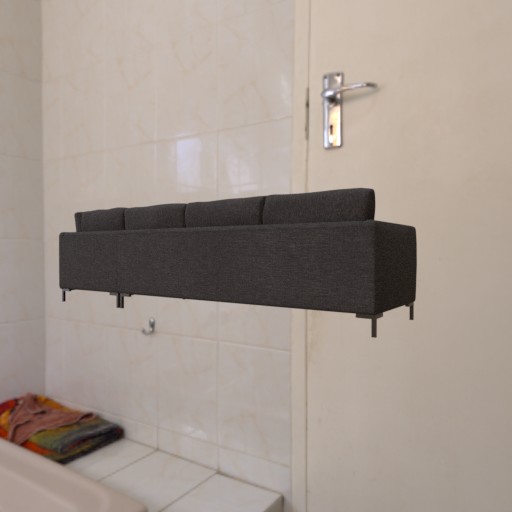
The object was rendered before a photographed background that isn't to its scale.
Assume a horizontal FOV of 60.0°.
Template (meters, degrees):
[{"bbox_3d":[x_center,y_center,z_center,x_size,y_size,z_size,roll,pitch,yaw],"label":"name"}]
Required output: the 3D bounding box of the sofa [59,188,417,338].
[{"bbox_3d":[0.000,0.000,3.939,2.949,0.815,2.007,1,1,35],"label":"sofa"}]
